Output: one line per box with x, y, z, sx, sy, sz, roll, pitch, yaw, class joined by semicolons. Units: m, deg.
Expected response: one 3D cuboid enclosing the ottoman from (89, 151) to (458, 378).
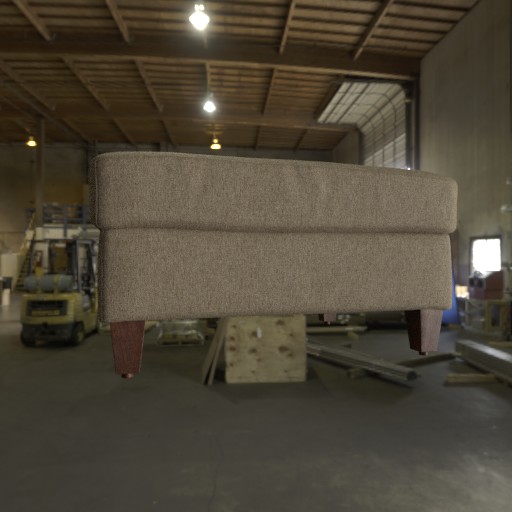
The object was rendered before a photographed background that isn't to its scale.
0.000;0.000;1.306;0.889;0.511;0.692;0;0;-17;ottoman
